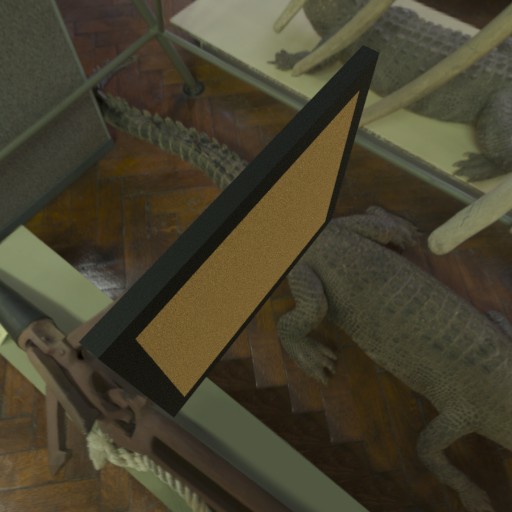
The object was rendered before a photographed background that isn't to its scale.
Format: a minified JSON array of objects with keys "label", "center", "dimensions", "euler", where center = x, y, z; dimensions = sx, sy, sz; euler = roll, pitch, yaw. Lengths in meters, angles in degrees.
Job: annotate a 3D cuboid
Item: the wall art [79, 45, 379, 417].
[{"label":"wall art","center":[0.000,0.000,0.752],"dimensions":[0.028,0.460,0.561],"euler":[34,68,16]}]
